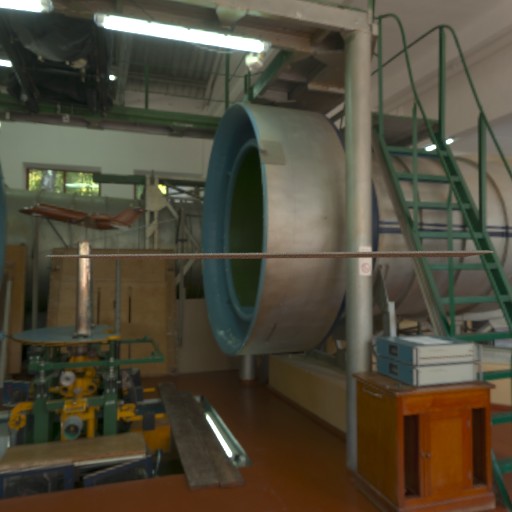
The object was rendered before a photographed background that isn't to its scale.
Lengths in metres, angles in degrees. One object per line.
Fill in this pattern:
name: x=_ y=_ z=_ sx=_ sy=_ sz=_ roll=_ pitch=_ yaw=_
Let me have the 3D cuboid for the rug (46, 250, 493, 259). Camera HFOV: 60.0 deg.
rug: x=0.000 y=0.000 z=2.418 sx=2.196 sy=0.011 sz=0.662 roll=0 pitch=-2 yaw=16
